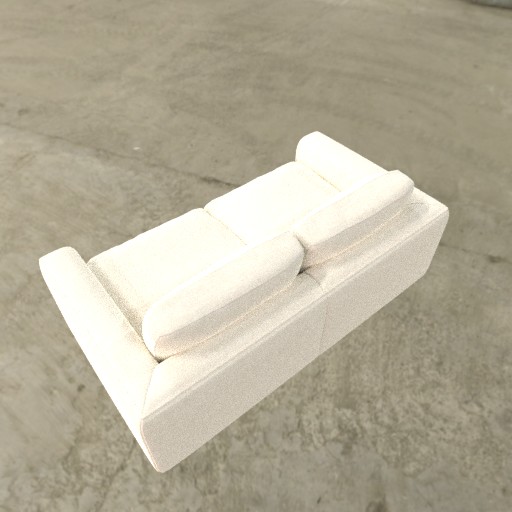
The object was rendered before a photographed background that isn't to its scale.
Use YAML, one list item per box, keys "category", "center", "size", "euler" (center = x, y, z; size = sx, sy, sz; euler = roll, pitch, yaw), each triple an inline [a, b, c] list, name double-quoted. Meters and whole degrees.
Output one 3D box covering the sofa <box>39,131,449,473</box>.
- category: "sofa"
  center: [0.000, 0.000, 2.379]
  size: [1.920, 0.801, 1.069]
  euler: [-30, 53, -26]
